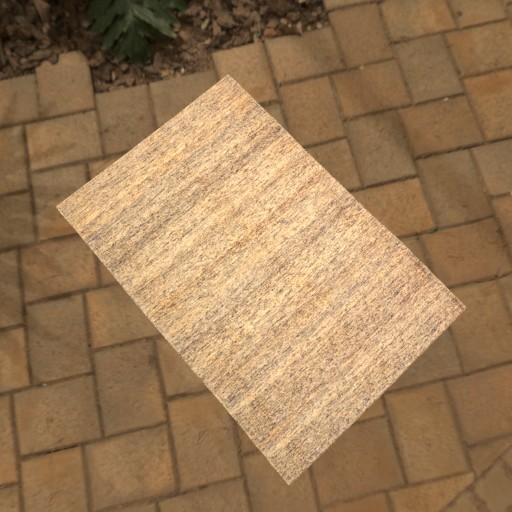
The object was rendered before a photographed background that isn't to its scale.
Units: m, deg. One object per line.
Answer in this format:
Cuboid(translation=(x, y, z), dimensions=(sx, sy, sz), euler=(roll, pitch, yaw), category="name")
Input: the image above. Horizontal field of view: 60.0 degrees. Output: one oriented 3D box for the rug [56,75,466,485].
Cuboid(translation=(0.000, 0.000, 2.320), dimensions=(1.243, 0.014, 1.846), euler=(-41, 79, -10), category="rug")
